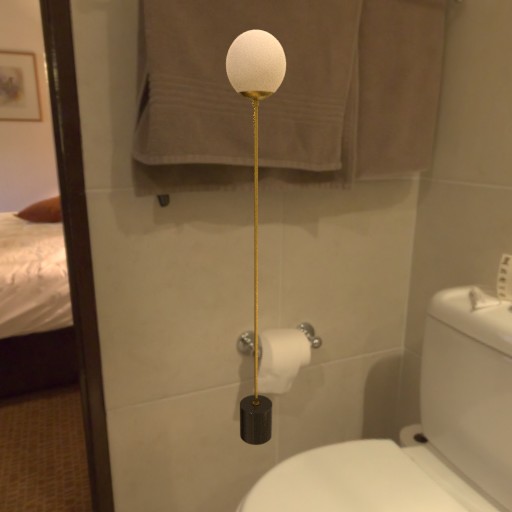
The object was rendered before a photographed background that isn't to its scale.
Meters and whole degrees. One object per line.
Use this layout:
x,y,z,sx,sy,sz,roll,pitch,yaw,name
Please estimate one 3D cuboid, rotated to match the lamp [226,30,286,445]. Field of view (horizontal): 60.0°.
0.000,0.000,1.883,0.229,1.748,0.229,8,17,28,lamp
